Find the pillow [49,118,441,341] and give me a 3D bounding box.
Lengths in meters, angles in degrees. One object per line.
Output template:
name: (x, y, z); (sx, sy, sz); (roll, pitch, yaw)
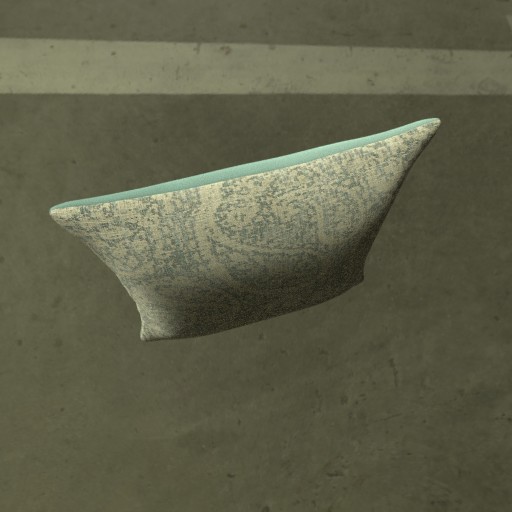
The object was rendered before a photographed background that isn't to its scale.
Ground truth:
pillow: (0.000, 0.000, 0.790); (0.526, 0.507, 0.166); (-15, 64, -7)
